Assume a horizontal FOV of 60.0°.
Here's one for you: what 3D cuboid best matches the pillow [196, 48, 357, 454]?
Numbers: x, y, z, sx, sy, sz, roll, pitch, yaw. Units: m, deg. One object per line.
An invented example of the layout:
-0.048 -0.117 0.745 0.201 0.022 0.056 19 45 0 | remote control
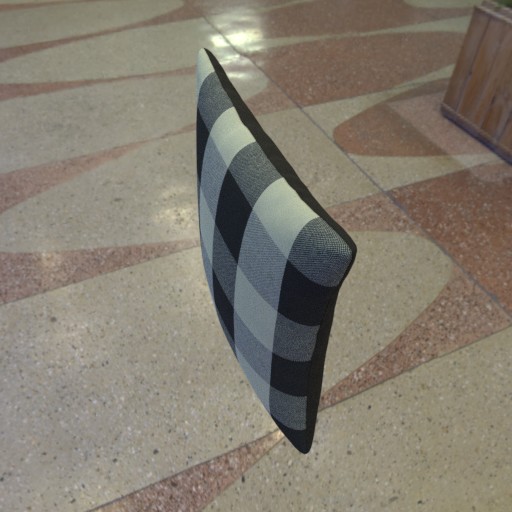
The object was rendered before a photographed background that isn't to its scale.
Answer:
0.000 0.000 0.756 0.161 0.509 0.511 -15 48 -14 | pillow
